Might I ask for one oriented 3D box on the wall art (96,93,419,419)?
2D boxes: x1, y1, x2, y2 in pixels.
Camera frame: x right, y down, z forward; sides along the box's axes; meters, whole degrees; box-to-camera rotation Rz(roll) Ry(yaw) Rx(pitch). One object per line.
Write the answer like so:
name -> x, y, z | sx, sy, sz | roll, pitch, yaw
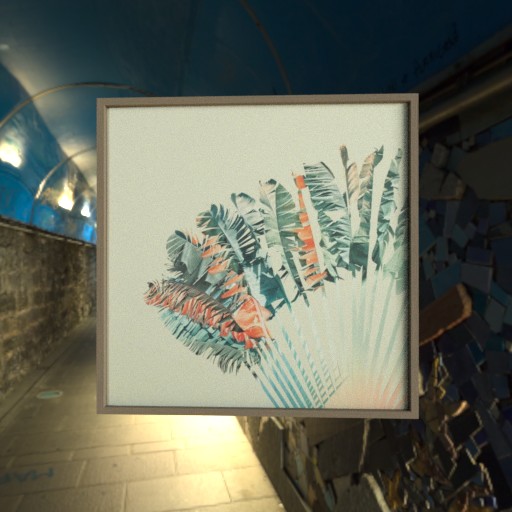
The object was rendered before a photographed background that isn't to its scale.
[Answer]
wall art -> 0.000, 0.000, 0.438 | 0.304, 0.303, 0.038 | 0, 0, 2
